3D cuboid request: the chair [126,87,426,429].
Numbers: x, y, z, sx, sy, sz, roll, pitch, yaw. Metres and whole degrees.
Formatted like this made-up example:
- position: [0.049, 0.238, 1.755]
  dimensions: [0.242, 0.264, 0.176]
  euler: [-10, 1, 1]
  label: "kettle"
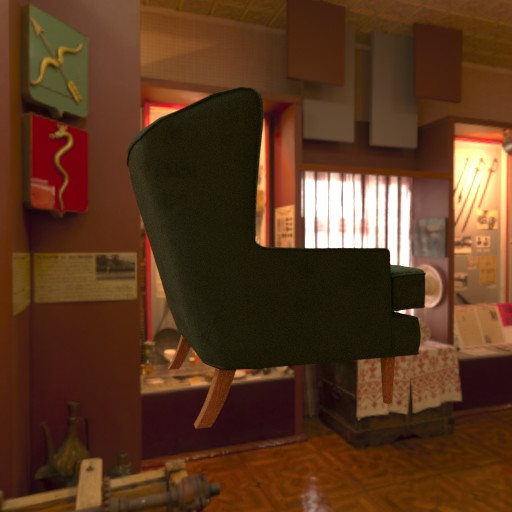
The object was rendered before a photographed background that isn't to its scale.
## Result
- position: [0.000, 0.000, 1.633]
  dimensions: [0.910, 0.952, 0.793]
  euler: [0, 1, -18]
  label: "chair"
